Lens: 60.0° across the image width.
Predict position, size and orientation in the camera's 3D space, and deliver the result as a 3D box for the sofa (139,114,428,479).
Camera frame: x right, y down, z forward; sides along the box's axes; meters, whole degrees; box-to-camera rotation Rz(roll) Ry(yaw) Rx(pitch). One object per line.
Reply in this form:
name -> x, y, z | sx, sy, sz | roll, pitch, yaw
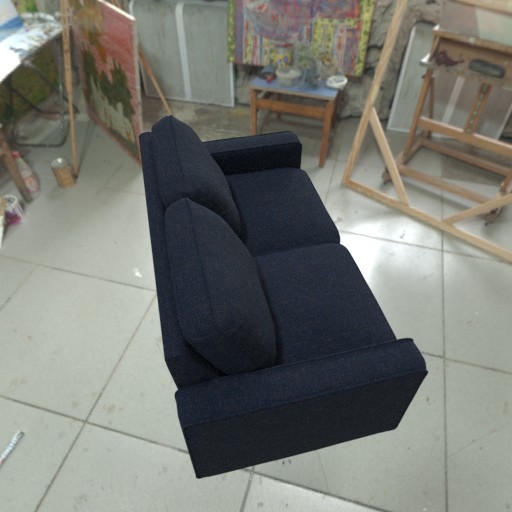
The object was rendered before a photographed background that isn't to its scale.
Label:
sofa -> 0.000, 0.000, 2.213 | 0.947, 0.918, 1.709 | -10, 47, -9
